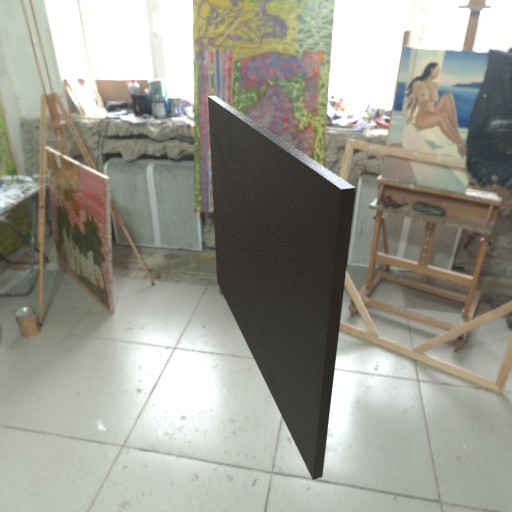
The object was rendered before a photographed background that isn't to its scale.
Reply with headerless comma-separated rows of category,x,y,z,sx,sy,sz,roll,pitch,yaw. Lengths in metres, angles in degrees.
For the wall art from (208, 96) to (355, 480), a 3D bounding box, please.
wall art,0.000,0.000,1.651,0.034,0.952,1.207,-9,30,-16
